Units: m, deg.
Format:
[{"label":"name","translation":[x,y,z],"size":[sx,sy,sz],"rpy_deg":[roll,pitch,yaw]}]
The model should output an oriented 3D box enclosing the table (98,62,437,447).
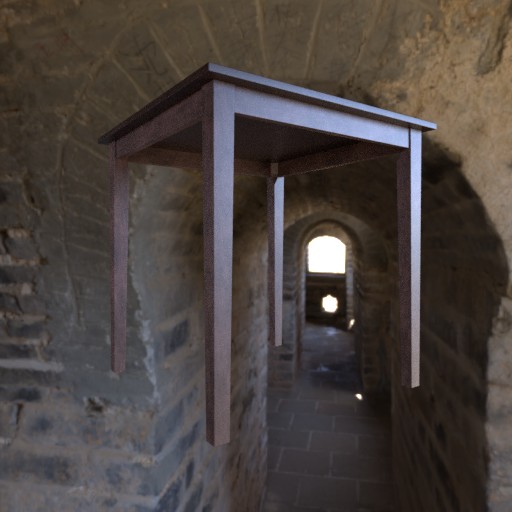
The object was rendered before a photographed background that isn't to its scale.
[{"label":"table","translation":[0.000,0.000,1.380],"size":[0.749,0.770,0.749],"rpy_deg":[-1,2,-35]}]
